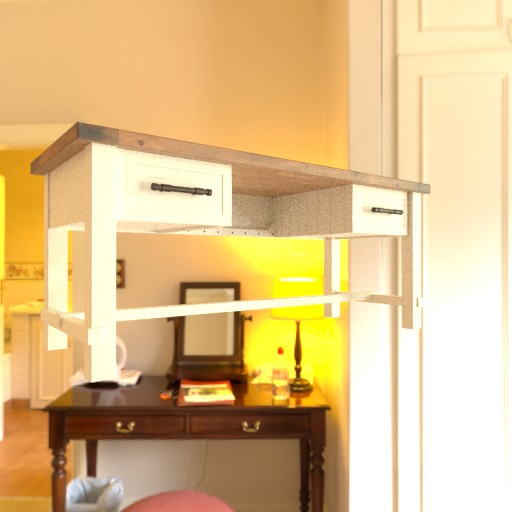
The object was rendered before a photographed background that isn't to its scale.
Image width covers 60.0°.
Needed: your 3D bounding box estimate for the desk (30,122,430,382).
[{"bbox_3d":[0.000,0.000,2.089,1.803,0.762,0.688,0,0,-37],"label":"desk"}]
